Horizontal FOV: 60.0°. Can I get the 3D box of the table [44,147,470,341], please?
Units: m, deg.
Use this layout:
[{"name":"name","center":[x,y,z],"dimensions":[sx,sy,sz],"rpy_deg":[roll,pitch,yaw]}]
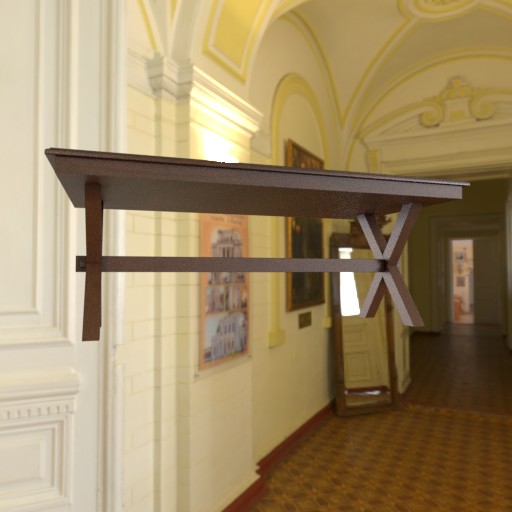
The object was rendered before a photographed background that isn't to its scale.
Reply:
[{"name":"table","center":[0.000,0.000,1.459],"dimensions":[1.197,0.459,0.594],"rpy_deg":[1,-2,-18]}]
